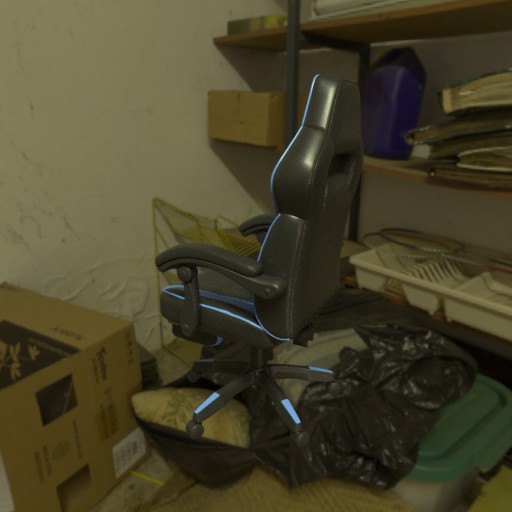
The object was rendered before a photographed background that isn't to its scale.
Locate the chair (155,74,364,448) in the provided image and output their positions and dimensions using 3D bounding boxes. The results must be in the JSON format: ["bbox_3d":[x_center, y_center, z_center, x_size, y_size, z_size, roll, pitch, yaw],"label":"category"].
[{"bbox_3d":[0.000,0.000,1.728,0.700,1.280,0.700,8,18,26],"label":"chair"}]
